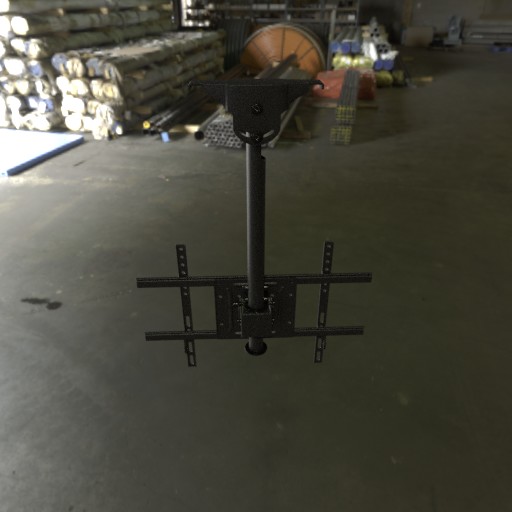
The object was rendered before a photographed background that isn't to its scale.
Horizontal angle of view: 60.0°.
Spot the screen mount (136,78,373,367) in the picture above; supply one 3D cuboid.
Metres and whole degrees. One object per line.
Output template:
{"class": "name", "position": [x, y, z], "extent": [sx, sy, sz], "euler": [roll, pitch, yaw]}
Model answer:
{"class": "screen mount", "position": [0.000, 0.000, 1.044], "extent": [0.595, 0.775, 0.090], "euler": [-1, 30, -2]}
